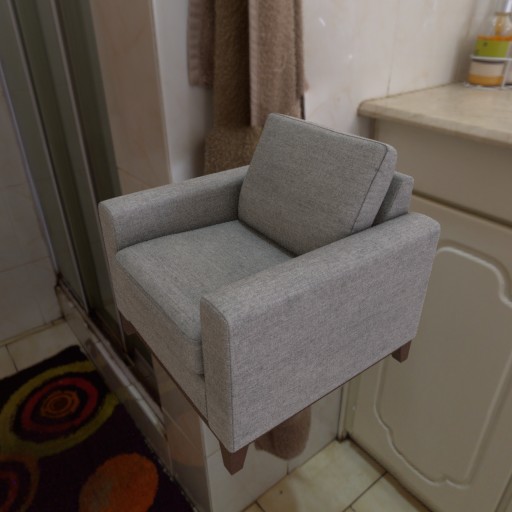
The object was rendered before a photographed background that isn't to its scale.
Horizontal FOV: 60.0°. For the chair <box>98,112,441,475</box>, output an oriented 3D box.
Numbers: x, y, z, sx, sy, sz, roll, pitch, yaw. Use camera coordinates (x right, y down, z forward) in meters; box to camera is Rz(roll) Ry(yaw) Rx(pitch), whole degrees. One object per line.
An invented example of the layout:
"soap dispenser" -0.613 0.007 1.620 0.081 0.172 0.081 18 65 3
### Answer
"chair" 0.000 0.000 1.891 1.038 1.010 1.024 -20 36 -31
